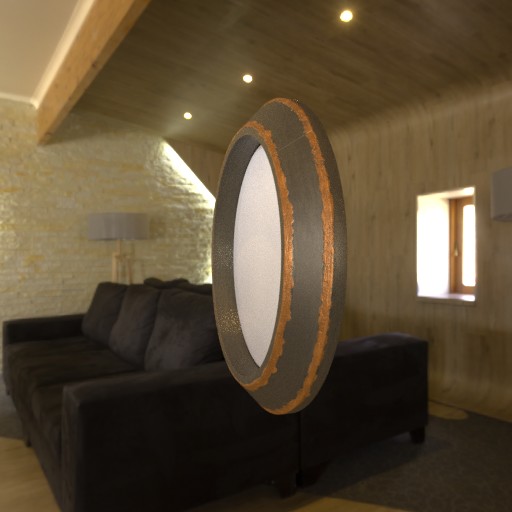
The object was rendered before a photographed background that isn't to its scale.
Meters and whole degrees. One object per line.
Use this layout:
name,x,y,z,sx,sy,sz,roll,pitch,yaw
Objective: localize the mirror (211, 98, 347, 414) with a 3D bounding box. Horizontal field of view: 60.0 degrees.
mirror,0.000,0.000,1.335,0.111,0.907,0.907,0,-1,-18
